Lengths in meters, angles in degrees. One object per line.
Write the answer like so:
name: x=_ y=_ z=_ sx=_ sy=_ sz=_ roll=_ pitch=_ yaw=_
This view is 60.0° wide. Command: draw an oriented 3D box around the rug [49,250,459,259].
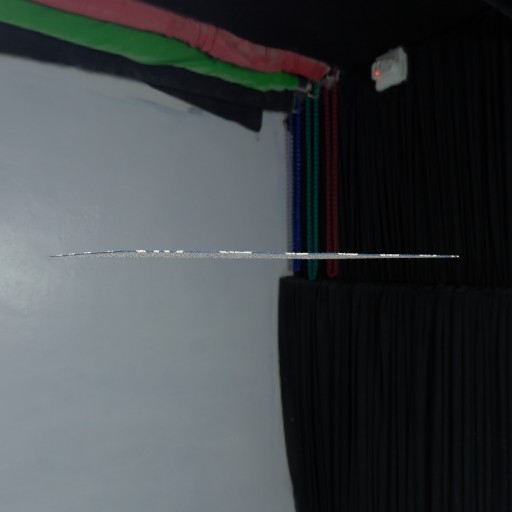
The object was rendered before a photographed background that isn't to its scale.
rug: x=0.000 y=0.000 z=2.250 sx=1.755 sy=0.010 sz=1.153 roll=1 pitch=-1 yaw=-34
